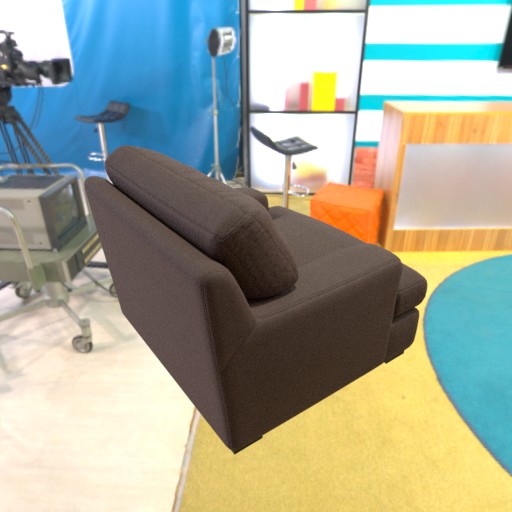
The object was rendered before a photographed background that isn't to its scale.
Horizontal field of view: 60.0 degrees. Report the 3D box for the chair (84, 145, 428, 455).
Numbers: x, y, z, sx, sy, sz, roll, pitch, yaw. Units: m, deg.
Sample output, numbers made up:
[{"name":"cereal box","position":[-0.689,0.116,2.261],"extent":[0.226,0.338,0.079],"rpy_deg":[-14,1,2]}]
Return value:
[{"name":"chair","position":[0.000,0.000,2.035],"extent":[1.143,0.940,1.168],"rpy_deg":[-18,33,-31]}]
